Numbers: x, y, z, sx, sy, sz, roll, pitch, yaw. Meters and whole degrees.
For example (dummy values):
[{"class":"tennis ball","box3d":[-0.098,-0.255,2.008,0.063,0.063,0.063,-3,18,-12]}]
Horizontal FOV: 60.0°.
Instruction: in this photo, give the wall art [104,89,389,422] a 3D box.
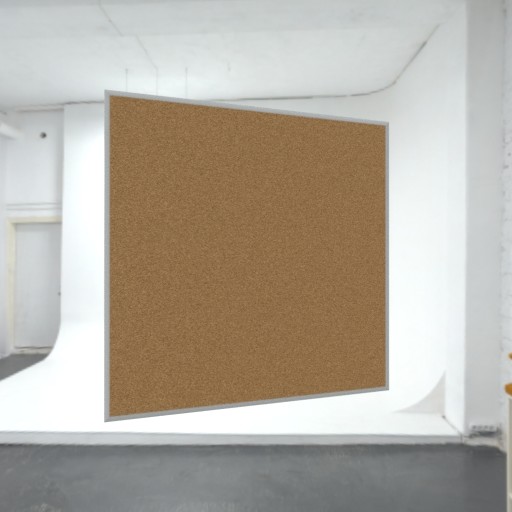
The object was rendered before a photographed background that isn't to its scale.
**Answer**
[{"class":"wall art","box3d":[0.000,0.000,0.472,0.305,0.304,0.038,0,0,-19]}]
